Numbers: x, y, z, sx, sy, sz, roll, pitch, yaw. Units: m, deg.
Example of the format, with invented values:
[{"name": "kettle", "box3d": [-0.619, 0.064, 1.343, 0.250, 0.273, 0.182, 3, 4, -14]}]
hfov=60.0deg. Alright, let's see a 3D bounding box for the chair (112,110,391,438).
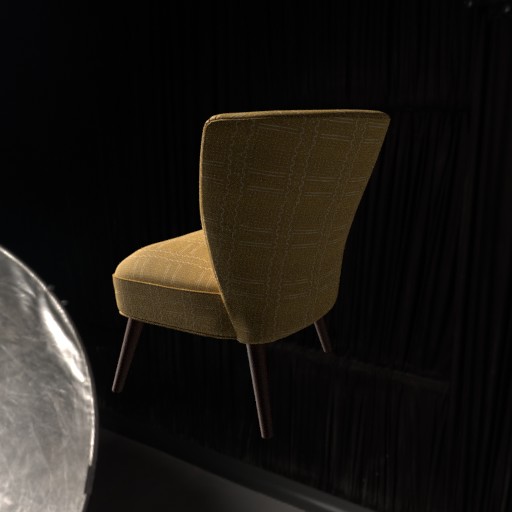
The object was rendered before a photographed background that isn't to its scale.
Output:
[{"name": "chair", "box3d": [0.000, 0.000, 1.408, 0.758, 0.866, 0.706, 8, 18, 25]}]
